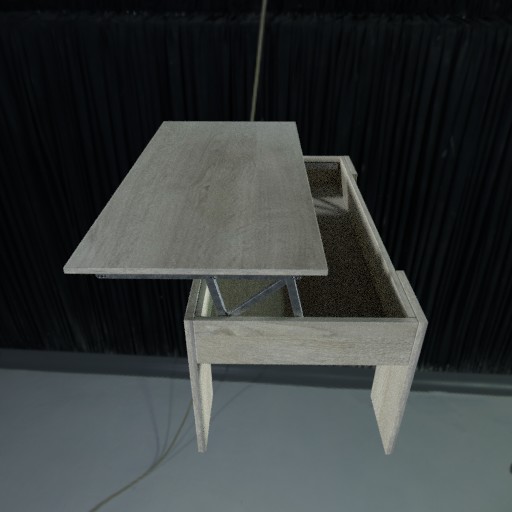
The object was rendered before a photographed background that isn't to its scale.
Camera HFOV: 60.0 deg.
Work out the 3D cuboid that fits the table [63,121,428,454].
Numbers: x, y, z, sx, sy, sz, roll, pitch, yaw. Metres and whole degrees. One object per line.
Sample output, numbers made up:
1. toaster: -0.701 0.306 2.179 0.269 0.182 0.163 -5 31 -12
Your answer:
1. table: 0.000 0.000 1.402 0.711 0.570 1.000 0 32 1
